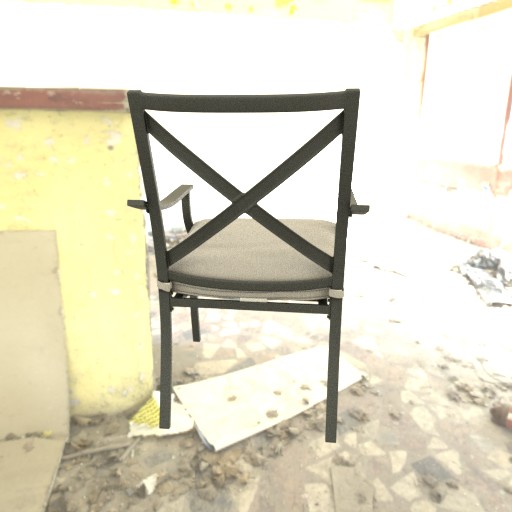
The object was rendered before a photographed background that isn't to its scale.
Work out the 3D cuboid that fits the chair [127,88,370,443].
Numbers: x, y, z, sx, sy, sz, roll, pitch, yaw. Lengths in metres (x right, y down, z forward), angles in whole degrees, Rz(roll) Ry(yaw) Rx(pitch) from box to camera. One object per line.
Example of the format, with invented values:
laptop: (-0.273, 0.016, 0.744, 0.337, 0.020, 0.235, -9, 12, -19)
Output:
chair: (0.000, 0.000, 1.305, 0.575, 0.889, 0.620, 2, 17, 7)
